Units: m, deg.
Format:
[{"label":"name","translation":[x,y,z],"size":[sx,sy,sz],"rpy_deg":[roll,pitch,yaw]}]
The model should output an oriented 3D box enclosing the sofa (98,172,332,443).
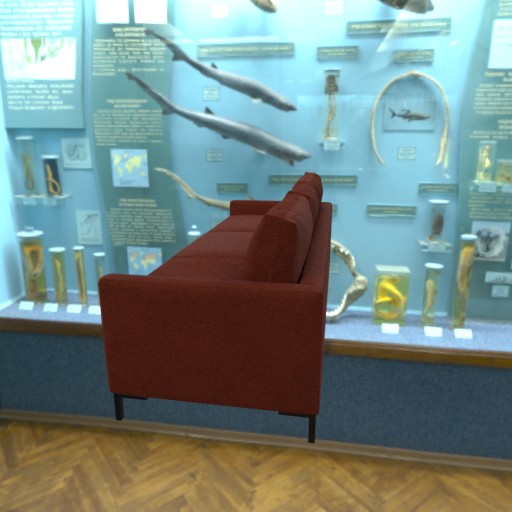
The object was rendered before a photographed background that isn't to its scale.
[{"label":"sofa","translation":[0.000,0.000,2.696],"size":[0.875,0.879,2.252],"rpy_deg":[3,15,10]}]
